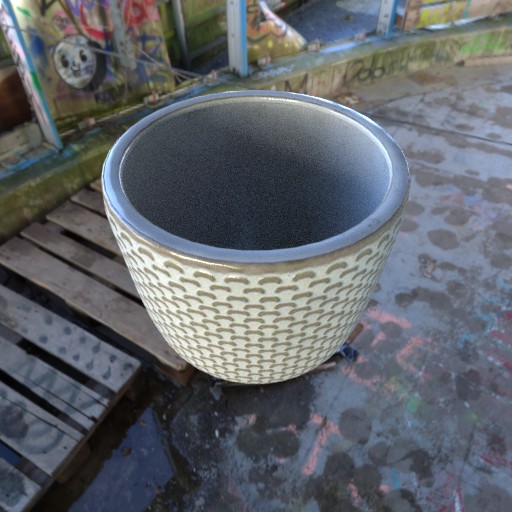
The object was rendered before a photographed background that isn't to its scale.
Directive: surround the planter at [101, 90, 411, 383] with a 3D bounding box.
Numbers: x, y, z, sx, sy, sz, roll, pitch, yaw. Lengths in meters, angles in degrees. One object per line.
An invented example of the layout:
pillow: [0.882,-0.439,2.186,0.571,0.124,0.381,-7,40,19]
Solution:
planter: [0.000,0.000,0.306,0.173,0.160,0.173,0,45,0]
